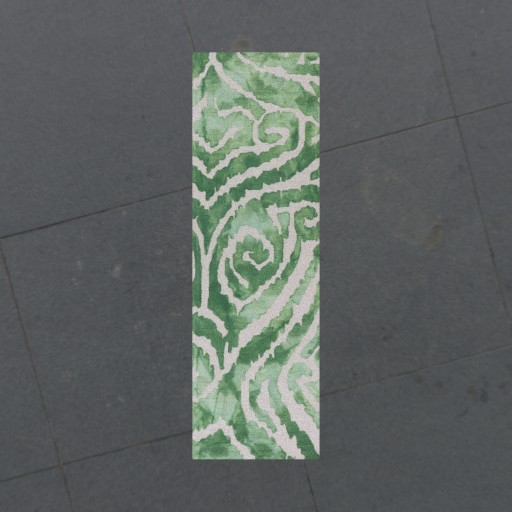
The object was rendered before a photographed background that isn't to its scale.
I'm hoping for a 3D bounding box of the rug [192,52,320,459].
[{"bbox_3d":[0.000,0.000,2.659,0.761,0.006,2.438,0,90,0],"label":"rug"}]
